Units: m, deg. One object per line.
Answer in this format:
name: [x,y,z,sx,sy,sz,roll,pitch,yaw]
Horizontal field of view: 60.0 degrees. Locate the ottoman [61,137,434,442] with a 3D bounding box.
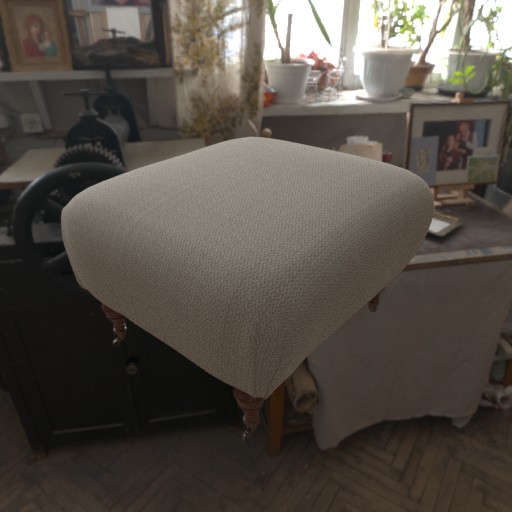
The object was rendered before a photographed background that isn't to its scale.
ottoman: [0.000,0.000,1.077,0.622,0.447,0.684,22,37,34]
